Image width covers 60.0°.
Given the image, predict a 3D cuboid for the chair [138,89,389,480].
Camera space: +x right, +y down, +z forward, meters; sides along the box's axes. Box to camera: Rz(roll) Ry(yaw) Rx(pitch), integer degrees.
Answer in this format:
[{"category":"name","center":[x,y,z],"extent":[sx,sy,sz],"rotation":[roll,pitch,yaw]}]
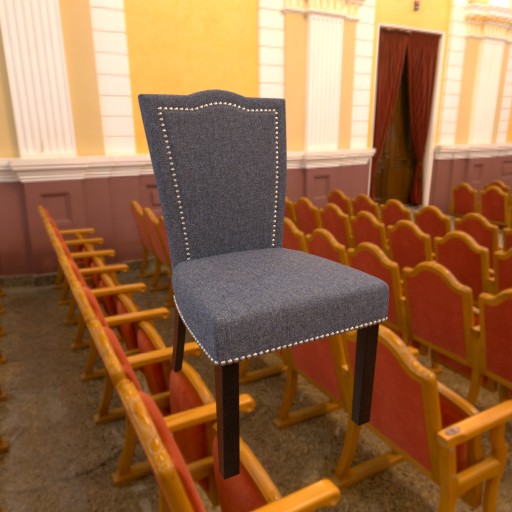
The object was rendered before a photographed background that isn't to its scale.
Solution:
[{"category":"chair","center":[0.000,0.000,1.293],"extent":[0.518,0.946,0.589],"rotation":[-9,18,-27]}]
